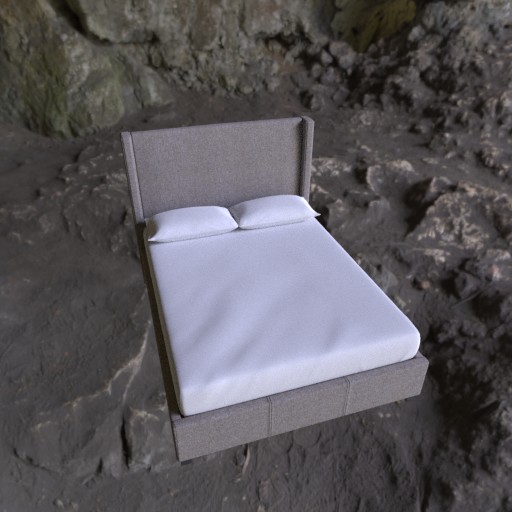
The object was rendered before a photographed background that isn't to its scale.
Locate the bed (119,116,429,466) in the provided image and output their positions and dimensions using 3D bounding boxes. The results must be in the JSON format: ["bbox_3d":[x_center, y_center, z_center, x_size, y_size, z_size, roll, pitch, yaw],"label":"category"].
[{"bbox_3d":[0.000,0.000,3.450,1.714,1.476,2.245,-10,34,-15],"label":"bed"}]
